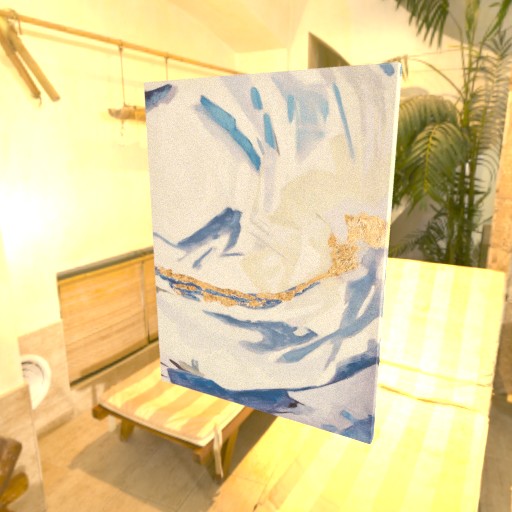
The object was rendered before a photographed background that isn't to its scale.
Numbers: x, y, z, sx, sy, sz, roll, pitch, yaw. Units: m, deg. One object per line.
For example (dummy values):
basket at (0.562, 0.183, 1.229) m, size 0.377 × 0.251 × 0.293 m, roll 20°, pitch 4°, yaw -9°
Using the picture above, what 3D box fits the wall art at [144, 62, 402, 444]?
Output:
wall art at (0.000, 0.000, 1.325) m, size 0.761 × 1.015 × 0.038 m, roll 8°, pitch 16°, yaw 27°
